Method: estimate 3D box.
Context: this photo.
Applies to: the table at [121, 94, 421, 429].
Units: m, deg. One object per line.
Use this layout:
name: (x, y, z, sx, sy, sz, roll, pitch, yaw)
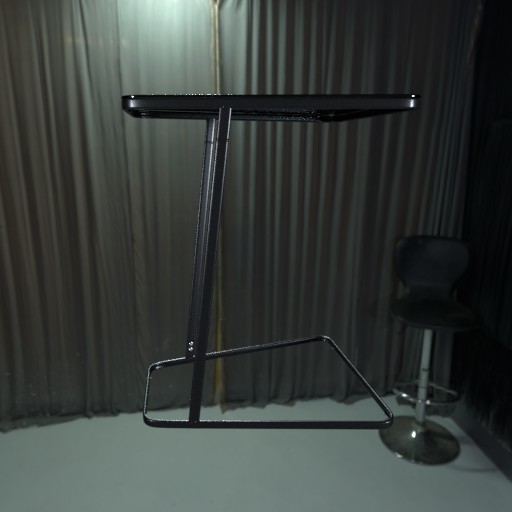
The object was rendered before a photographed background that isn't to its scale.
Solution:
table: (0.000, 0.000, 0.959, 0.500, 0.624, 0.427, -2, 14, -10)
